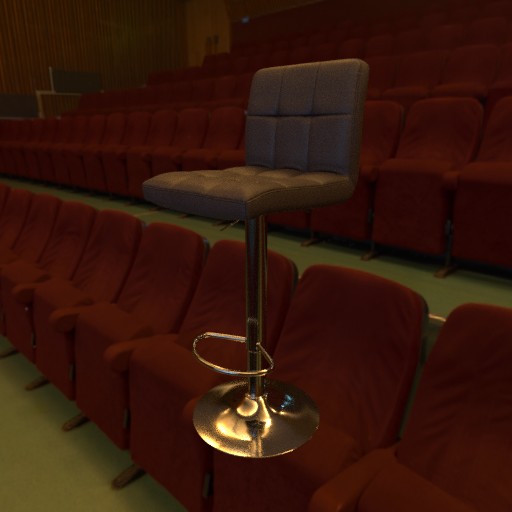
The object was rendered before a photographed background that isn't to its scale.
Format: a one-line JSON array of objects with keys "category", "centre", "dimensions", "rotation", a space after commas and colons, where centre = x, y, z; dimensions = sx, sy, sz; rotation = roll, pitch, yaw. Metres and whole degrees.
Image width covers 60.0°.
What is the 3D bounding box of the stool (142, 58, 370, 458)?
[{"category": "stool", "centre": [0.000, 0.000, 1.339], "dimensions": [0.430, 1.115, 0.505], "rotation": [15, 22, 41]}]
